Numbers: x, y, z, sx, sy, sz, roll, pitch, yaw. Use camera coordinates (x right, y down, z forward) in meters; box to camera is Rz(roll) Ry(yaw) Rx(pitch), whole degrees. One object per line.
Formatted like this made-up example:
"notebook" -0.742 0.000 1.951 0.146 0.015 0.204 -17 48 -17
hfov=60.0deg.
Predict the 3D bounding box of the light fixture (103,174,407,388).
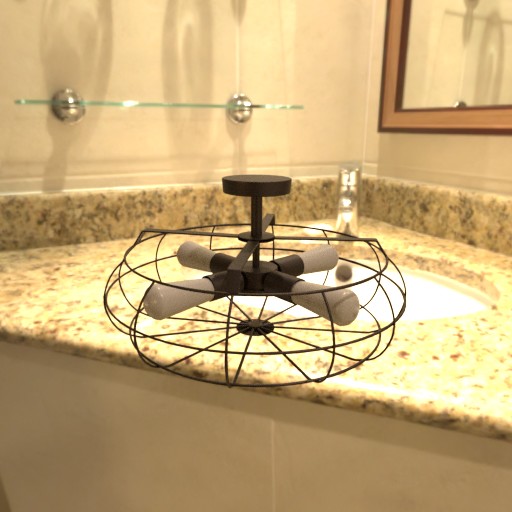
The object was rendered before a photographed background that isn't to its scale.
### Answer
"light fixture" 0.000 0.000 0.882 0.582 0.311 0.582 0 17 0
